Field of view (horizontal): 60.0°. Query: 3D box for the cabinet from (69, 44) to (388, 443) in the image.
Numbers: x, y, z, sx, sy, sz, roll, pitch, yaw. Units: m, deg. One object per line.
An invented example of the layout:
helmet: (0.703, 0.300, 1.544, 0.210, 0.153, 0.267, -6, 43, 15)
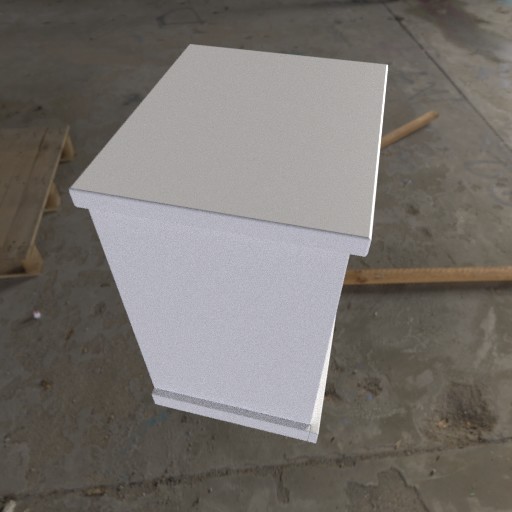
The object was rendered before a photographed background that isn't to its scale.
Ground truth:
cabinet: (0.000, 0.000, 1.037, 0.431, 0.723, 0.520, 10, 48, 9)
